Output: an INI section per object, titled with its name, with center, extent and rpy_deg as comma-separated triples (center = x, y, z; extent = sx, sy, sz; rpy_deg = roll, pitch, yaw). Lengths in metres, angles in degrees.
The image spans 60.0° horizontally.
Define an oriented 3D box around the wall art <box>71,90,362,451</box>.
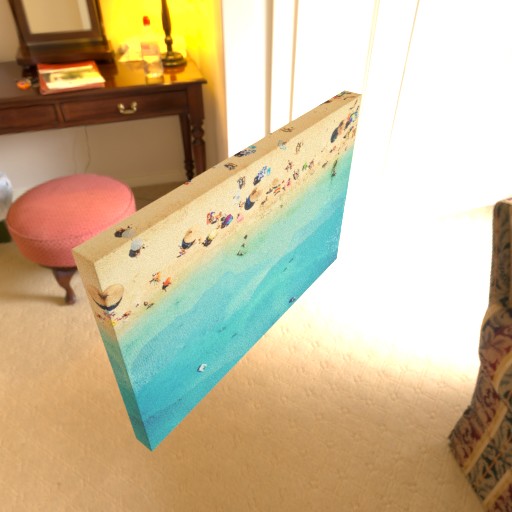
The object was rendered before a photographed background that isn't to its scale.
[wall art]
center = 0.000, 0.000, 0.784
extent = 0.039, 0.406, 0.609
rpy_deg = 26, 46, 28
